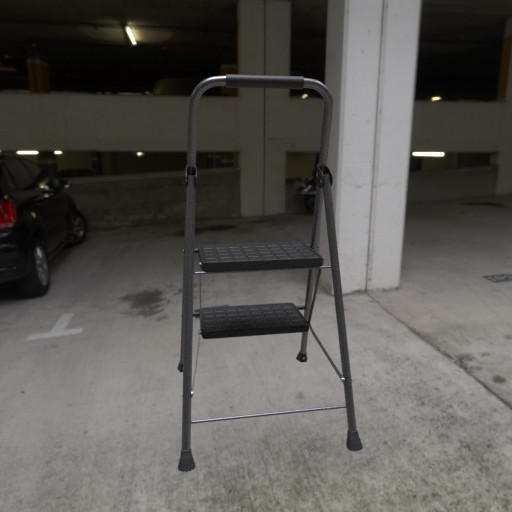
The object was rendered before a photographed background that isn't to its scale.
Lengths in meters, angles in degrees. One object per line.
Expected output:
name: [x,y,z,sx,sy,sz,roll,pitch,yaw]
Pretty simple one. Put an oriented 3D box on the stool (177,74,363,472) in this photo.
stool: [0.000,0.000,1.186,0.450,0.872,0.514,-2,14,-10]
